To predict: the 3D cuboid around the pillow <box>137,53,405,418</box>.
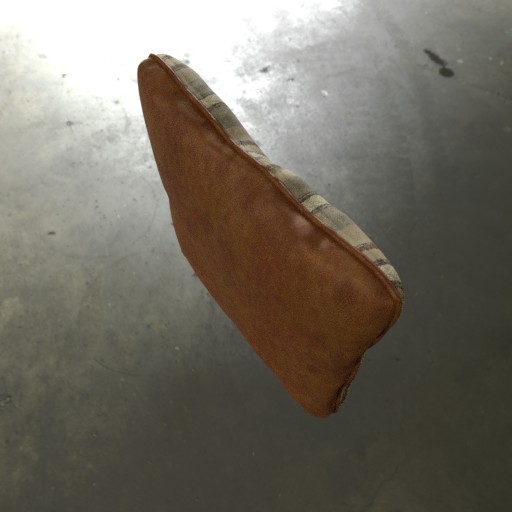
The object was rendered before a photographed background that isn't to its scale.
[{"bbox_3d":[0.000,0.000,0.713,0.130,0.490,0.489,-33,64,-18],"label":"pillow"}]
